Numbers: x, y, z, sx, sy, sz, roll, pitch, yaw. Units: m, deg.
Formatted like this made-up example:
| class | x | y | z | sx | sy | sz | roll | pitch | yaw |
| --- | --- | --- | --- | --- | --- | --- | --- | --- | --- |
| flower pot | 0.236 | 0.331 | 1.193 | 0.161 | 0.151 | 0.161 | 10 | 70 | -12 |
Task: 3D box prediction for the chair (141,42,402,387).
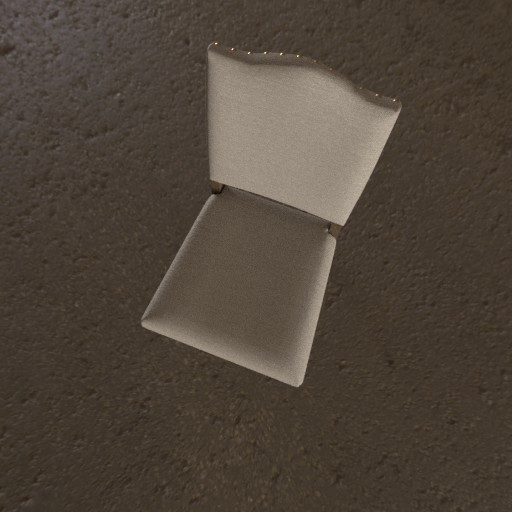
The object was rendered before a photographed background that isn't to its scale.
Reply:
| class | x | y | z | sx | sy | sz | roll | pitch | yaw |
| --- | --- | --- | --- | --- | --- | --- | --- | --- | --- |
| chair | 0.000 | 0.000 | 1.322 | 0.508 | 1.020 | 0.620 | 20 | 75 | 6 |
